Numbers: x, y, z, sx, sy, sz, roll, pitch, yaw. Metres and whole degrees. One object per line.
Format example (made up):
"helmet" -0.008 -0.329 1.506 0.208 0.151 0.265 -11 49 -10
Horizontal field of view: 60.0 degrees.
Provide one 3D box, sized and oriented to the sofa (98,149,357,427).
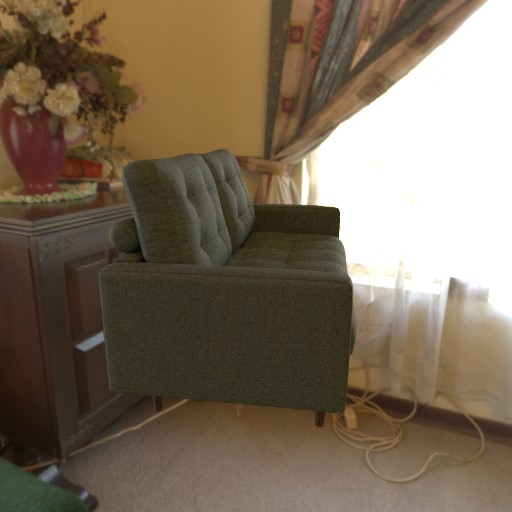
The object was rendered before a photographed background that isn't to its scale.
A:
"sofa" 0.000 0.000 2.007 0.842 0.907 1.407 2 16 9
